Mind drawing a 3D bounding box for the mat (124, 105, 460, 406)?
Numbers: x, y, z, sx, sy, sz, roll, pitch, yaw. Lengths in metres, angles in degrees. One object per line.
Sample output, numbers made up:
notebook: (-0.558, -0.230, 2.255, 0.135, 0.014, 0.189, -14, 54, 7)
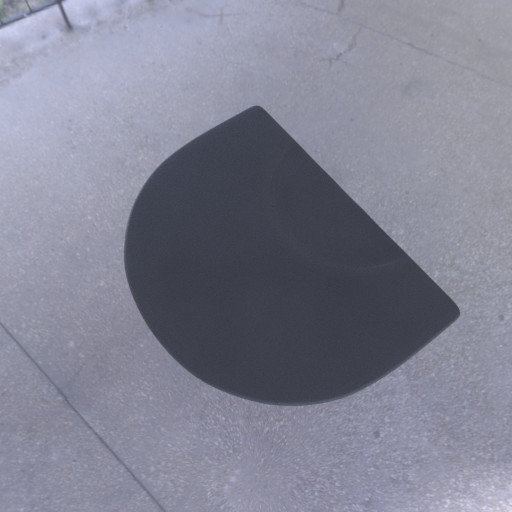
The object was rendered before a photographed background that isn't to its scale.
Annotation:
mat: (0.000, 0.000, 1.642, 0.917, 0.016, 1.220, -33, 68, -15)
